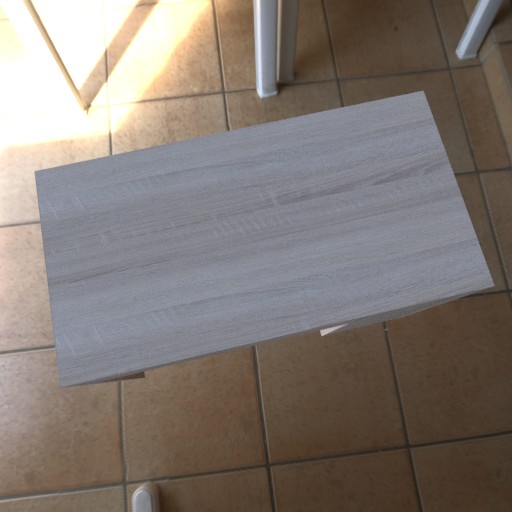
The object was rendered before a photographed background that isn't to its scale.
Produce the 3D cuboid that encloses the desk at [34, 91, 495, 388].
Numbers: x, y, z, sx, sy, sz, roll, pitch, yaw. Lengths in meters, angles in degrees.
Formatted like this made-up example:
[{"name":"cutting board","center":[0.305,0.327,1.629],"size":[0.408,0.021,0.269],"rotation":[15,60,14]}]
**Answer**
[{"name":"desk","center":[0.000,0.000,1.514],"size":[1.100,0.731,0.600],"rotation":[-13,76,-3]}]
